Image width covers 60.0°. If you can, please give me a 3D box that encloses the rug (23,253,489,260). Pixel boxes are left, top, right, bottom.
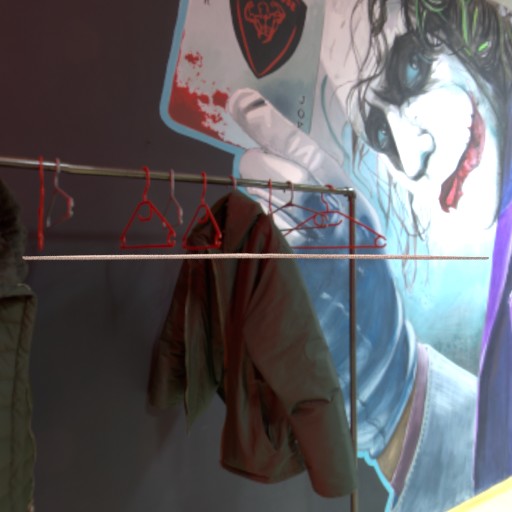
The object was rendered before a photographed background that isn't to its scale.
[{"bbox_3d":[0.000,0.000,4.239,3.202,0.045,2.434,0,0,0],"label":"rug"}]
